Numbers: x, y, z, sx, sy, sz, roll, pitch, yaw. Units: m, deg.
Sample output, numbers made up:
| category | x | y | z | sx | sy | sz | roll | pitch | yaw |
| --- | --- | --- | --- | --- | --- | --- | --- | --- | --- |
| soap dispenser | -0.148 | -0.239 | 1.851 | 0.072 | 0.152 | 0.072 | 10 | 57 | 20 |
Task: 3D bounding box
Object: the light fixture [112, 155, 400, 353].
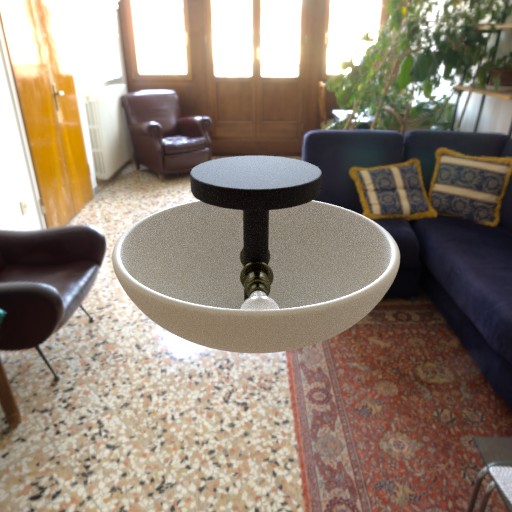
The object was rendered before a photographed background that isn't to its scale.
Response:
| category | x | y | z | sx | sy | sz | roll | pitch | yaw |
| --- | --- | --- | --- | --- | --- | --- | --- | --- | --- |
| light fixture | 0.000 | 0.000 | 0.539 | 0.331 | 0.212 | 0.331 | 0 | 26 | 0 |
